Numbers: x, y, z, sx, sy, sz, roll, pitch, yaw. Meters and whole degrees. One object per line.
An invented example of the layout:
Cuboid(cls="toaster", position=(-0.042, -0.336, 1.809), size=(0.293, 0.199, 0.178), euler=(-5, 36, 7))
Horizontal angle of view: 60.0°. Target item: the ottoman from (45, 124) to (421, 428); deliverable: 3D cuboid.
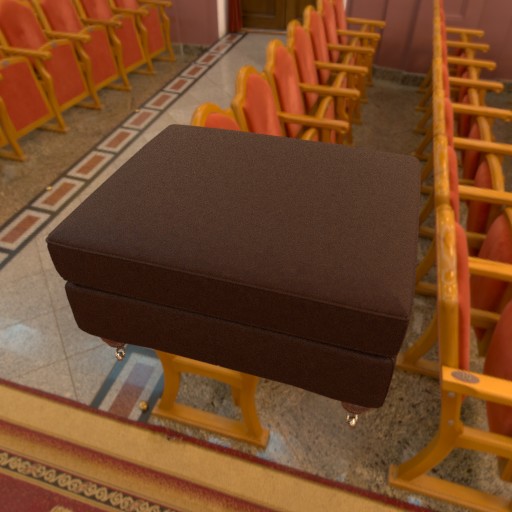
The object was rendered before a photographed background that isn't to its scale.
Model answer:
Cuboid(cls="ottoman", position=(0.000, 0.000, 1.860), size=(1.187, 0.730, 0.967), euler=(11, 41, 13))
